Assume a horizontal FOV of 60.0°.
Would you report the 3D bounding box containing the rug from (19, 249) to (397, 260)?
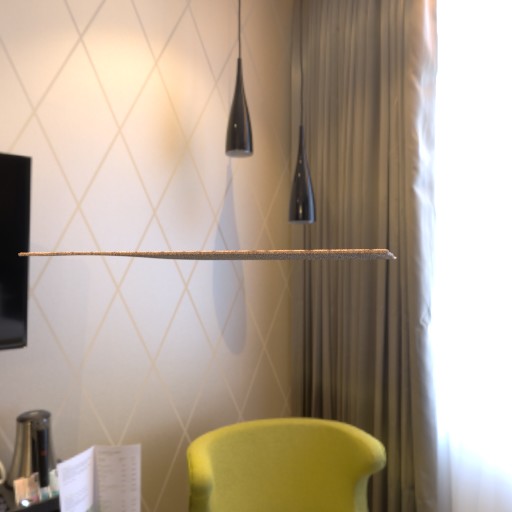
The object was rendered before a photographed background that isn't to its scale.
[{"bbox_3d":[0.000,0.000,4.101,2.453,0.043,3.052,0,-1,18],"label":"rug"}]
